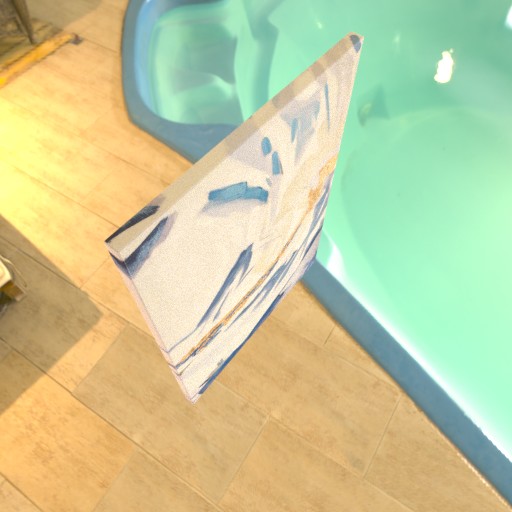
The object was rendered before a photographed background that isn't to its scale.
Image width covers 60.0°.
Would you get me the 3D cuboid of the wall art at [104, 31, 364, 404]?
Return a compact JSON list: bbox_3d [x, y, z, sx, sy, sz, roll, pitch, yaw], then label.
[{"bbox_3d":[0.000,0.000,1.310,0.038,1.015,0.761,34,64,19],"label":"wall art"}]
